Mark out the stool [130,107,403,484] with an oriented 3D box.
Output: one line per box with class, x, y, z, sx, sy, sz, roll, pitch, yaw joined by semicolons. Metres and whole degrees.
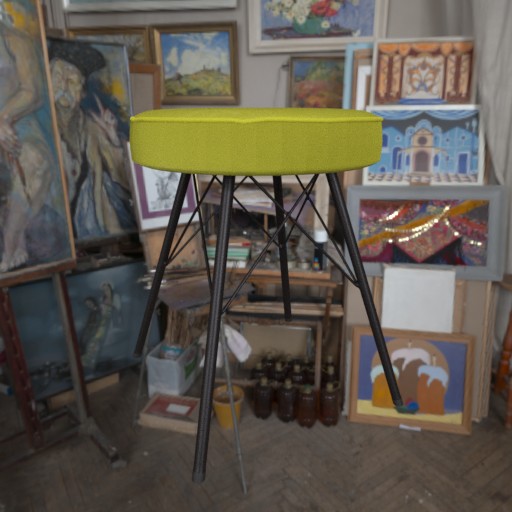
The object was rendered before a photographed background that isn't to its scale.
stool;0.000;0.000;0.805;0.409;0.508;0.409;-9;20;-26
